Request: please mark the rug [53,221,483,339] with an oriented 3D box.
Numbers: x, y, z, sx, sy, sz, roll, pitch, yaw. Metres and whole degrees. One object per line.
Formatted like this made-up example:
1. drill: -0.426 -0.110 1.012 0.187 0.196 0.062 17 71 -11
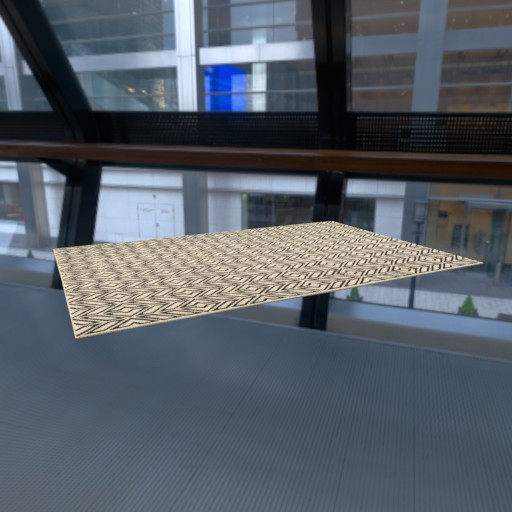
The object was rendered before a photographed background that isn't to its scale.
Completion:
1. rug: 0.000 0.000 2.253 1.828 0.007 1.220 -7 17 -26
